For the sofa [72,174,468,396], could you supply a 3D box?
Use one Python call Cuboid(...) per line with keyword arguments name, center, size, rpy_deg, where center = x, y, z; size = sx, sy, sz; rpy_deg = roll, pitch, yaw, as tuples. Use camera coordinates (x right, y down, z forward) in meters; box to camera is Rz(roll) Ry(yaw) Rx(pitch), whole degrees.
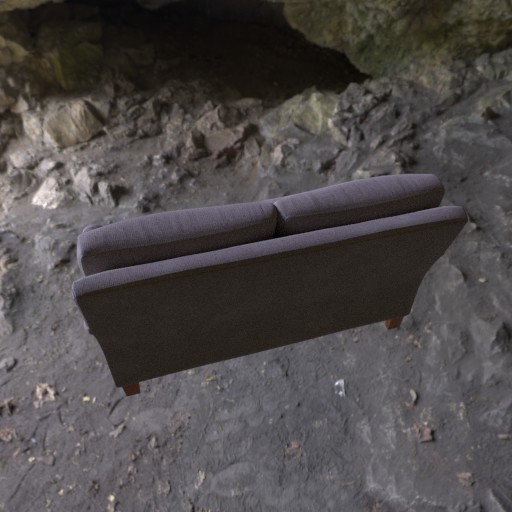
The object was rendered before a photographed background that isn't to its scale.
Cuboid(name="sofa", center=(0.000, 0.000, 2.545), size=(1.853, 1.101, 1.084), rpy_deg=(-11, 42, -13))
